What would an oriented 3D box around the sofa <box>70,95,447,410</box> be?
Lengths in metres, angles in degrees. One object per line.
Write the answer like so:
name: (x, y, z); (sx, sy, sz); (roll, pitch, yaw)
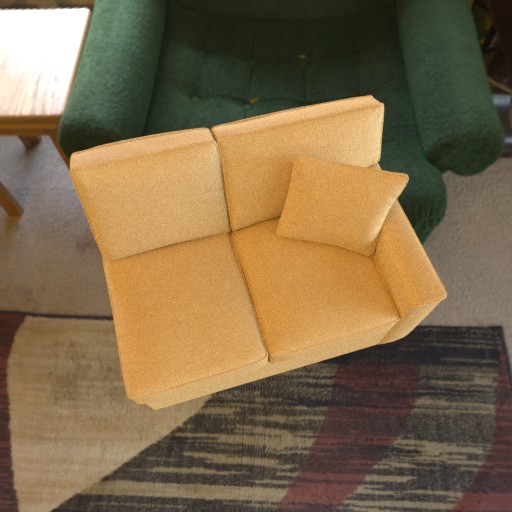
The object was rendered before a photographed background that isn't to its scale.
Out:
sofa: (0.000, 0.000, 2.081); (1.388, 0.989, 0.991); (-14, 64, -7)
